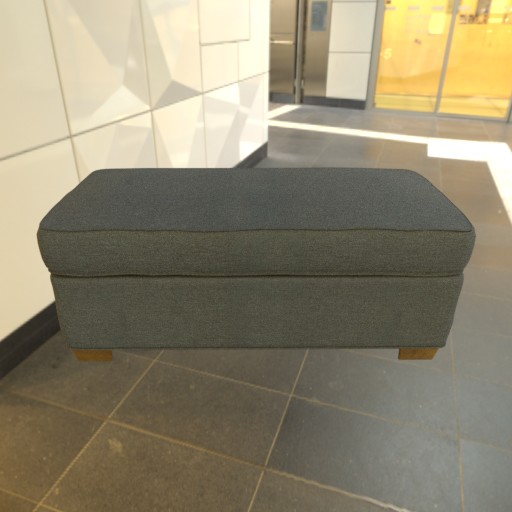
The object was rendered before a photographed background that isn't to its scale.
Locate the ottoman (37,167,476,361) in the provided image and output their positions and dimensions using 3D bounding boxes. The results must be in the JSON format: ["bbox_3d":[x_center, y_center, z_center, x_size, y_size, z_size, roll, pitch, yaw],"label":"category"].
[{"bbox_3d":[0.000,0.000,1.385,1.110,0.460,0.515,0,28,0],"label":"ottoman"}]
